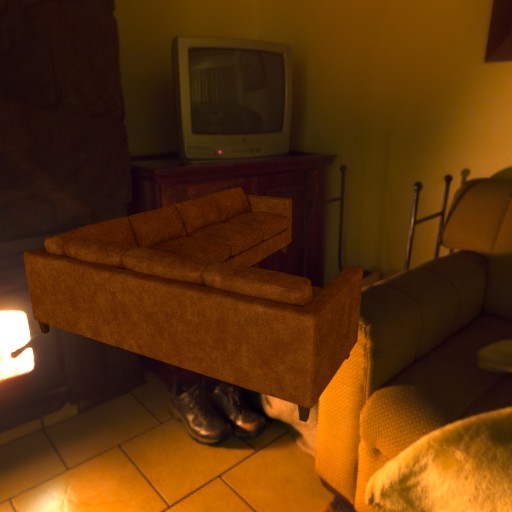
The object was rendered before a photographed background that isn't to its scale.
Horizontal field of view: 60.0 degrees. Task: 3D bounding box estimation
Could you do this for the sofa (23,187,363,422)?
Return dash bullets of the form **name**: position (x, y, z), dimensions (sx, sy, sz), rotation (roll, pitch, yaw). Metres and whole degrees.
- **sofa**: position (0.000, 0.000, 4.292), dimensions (2.438, 0.838, 3.150), rotation (9, 20, 27)
